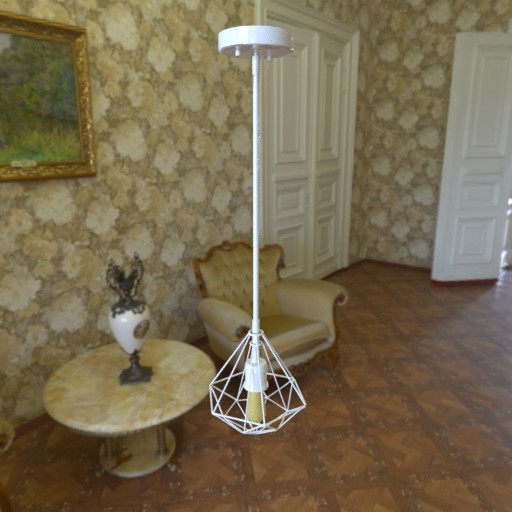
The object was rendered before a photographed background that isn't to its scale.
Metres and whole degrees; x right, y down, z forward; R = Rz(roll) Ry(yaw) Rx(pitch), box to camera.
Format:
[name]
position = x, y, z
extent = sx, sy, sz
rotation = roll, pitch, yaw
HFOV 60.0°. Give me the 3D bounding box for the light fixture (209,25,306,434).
[light fixture]
position = 0.000, 0.000, 1.934
extent = 0.431, 1.764, 0.487
rotation = -2, 14, -8
